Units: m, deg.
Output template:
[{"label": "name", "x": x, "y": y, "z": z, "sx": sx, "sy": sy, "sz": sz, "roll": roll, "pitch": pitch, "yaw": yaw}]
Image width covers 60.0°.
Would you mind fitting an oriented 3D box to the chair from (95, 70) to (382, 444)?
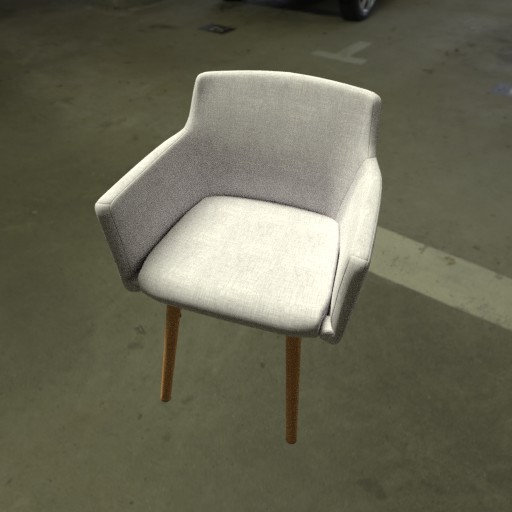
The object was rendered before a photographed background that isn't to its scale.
[{"label": "chair", "x": 0.000, "y": 0.000, "z": 1.161, "sx": 0.570, "sy": 0.780, "sz": 0.540, "roll": 13, "pitch": 43, "yaw": 14}]
